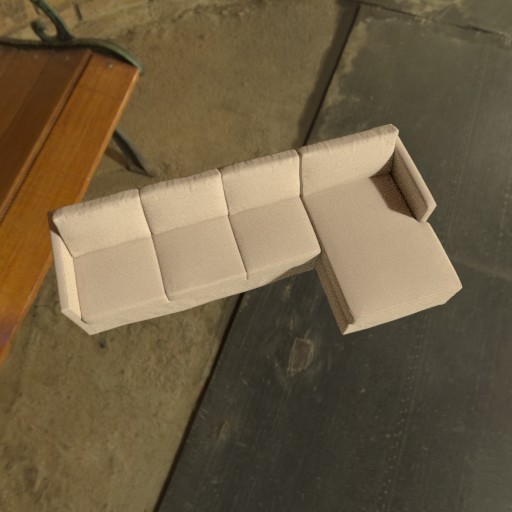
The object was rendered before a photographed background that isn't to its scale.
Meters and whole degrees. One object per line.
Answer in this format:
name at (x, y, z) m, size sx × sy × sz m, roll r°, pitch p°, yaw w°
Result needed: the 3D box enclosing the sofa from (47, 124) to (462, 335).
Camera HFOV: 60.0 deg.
sofa at (0.000, 0.000, 3.823) m, size 3.206 × 0.871 × 1.622 m, roll -16°, pitch 66°, yaw -7°
